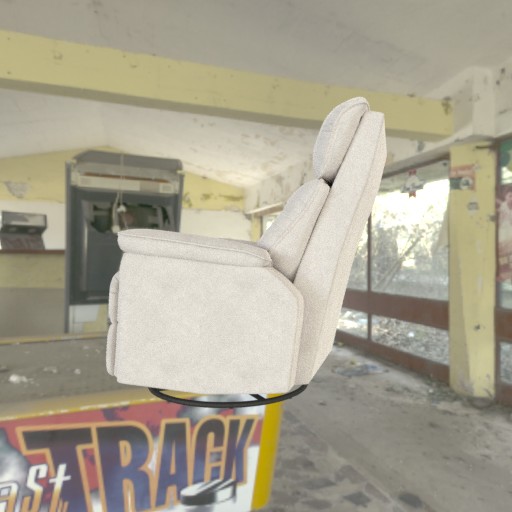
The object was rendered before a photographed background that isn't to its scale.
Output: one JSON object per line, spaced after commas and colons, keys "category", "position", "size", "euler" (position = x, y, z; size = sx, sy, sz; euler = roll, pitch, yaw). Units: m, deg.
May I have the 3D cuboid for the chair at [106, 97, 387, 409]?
{"category": "chair", "position": [0.000, 0.000, 1.780], "size": [1.001, 1.039, 0.820], "euler": [0, 0, 17]}
